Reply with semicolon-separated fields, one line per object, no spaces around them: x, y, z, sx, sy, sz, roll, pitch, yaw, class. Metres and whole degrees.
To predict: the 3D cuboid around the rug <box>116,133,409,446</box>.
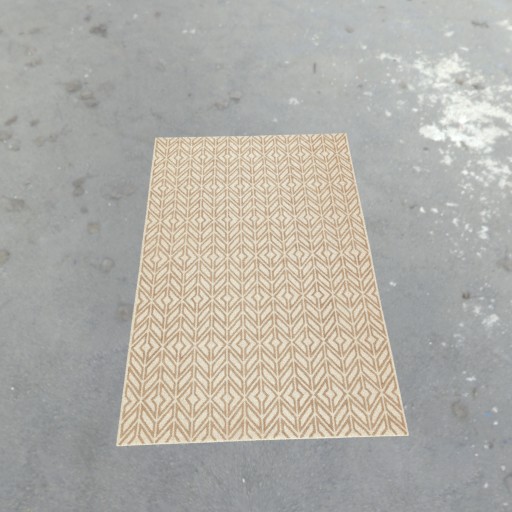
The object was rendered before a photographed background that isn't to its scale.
0.000;0.000;2.338;1.220;0.007;1.828;-2;57;-1;rug
